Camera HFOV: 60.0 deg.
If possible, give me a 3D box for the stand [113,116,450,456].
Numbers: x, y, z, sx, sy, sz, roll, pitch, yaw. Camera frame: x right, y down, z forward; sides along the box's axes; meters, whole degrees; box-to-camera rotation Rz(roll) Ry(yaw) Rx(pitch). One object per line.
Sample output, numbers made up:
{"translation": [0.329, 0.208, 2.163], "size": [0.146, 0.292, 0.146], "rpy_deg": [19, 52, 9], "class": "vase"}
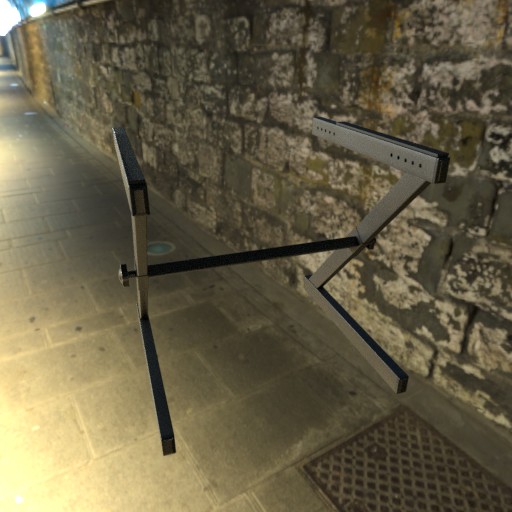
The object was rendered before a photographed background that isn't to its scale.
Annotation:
{"translation": [0.000, 0.000, 1.170], "size": [0.700, 0.617, 0.586], "rpy_deg": [-8, 27, -17], "class": "stand"}
